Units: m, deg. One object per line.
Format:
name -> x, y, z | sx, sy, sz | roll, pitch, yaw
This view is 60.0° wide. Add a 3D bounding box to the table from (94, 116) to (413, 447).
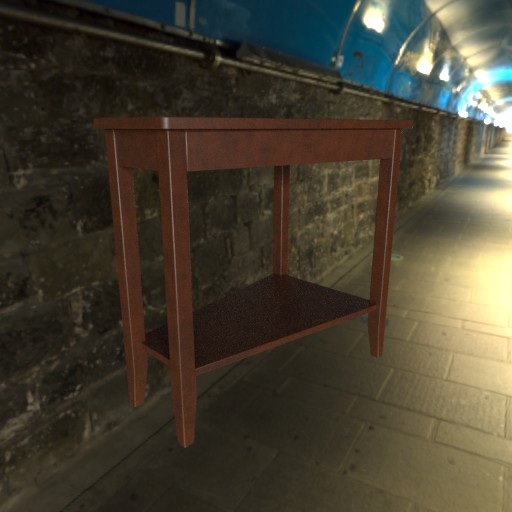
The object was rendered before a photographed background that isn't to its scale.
table -> 0.000, 0.000, 1.002 | 0.399, 0.589, 0.605 | 16, 22, 43
